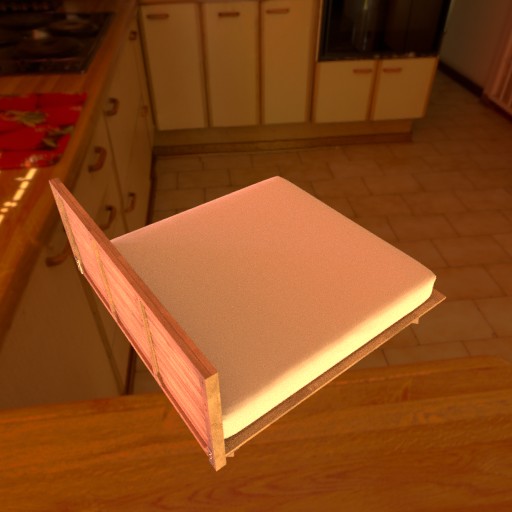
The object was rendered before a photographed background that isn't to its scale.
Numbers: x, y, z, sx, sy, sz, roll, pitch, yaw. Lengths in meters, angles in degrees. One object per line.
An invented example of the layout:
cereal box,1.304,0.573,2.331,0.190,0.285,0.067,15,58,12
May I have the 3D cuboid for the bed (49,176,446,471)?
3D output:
bed,0.000,0.000,3.401,2.167,1.100,2.116,-26,46,-28
